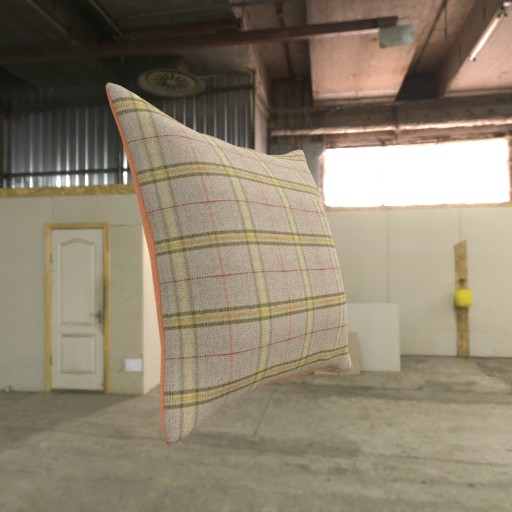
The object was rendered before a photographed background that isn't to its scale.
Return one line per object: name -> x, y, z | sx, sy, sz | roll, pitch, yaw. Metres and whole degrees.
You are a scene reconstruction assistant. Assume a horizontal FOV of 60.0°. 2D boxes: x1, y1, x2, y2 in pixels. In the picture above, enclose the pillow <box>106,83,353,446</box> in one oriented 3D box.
pillow -> 0.000, 0.000, 0.688 | 0.200, 0.430, 0.453 | 0, 0, 38
